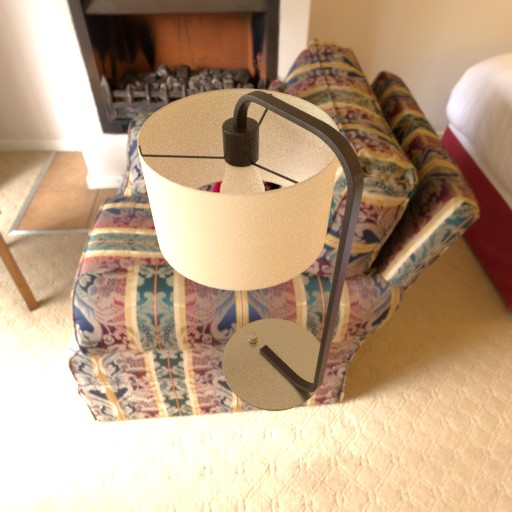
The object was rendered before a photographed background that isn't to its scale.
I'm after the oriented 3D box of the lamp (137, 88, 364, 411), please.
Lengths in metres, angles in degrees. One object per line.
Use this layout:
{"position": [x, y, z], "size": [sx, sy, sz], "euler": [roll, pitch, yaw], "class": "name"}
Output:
{"position": [0.000, 0.000, 0.618], "size": [0.230, 0.473, 0.288], "euler": [-32, 53, -28], "class": "lamp"}
